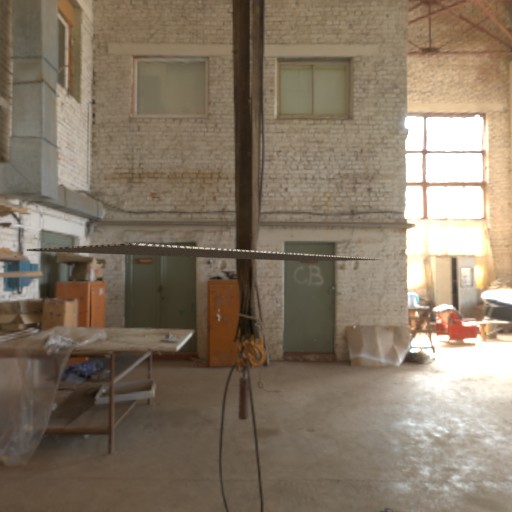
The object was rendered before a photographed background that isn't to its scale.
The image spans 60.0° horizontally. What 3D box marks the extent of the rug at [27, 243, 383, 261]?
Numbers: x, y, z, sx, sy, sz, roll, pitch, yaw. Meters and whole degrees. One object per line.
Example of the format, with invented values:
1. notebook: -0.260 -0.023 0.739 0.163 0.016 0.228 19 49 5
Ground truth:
1. rug: 0.000 0.000 2.533 0.676 0.008 2.277 -1 -2 36
